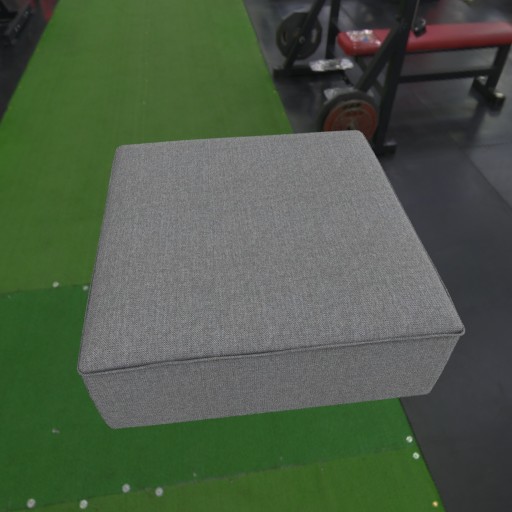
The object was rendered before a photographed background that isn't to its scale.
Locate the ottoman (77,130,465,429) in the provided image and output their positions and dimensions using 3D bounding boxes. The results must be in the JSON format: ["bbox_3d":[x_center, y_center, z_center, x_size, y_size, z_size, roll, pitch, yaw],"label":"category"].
[{"bbox_3d":[0.000,0.000,1.574,1.017,0.423,1.023,-4,47,-4],"label":"ottoman"}]
